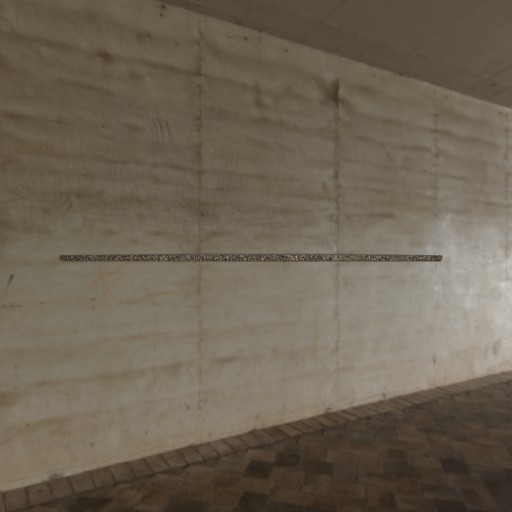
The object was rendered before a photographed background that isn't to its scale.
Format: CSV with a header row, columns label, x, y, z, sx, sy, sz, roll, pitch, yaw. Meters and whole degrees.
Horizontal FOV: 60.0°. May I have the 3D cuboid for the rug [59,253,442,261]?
label,x,y,z,sx,sy,sz,roll,pitch,yaw
rug,0.000,0.000,2.891,1.502,0.025,2.350,0,0,1
